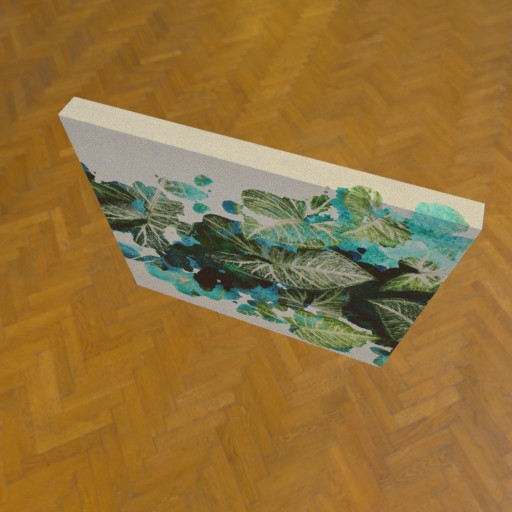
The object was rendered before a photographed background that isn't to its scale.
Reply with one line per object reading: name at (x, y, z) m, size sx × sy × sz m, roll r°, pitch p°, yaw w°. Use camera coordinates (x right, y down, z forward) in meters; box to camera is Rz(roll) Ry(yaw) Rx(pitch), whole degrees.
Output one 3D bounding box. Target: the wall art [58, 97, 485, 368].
wall art at (0.000, 0.000, 0.694) m, size 0.507 × 0.435 × 0.041 m, roll 17°, pitch 59°, yaw 11°
